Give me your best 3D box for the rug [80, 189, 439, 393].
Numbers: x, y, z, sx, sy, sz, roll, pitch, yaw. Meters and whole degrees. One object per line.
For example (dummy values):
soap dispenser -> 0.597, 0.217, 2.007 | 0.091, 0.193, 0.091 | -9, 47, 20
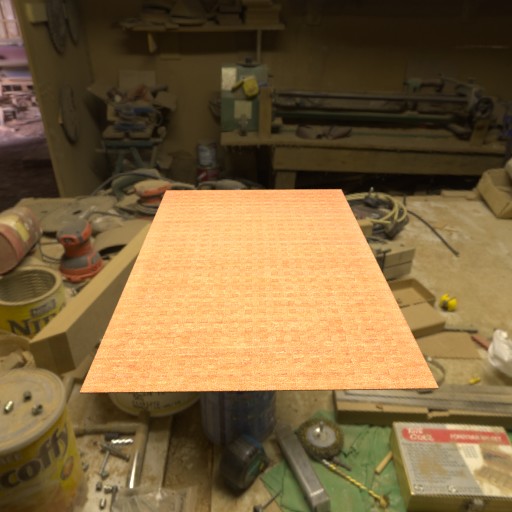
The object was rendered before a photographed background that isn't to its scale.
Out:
rug -> 0.000, 0.000, 2.870 | 1.524, 0.006, 2.285 | 0, 30, -1
